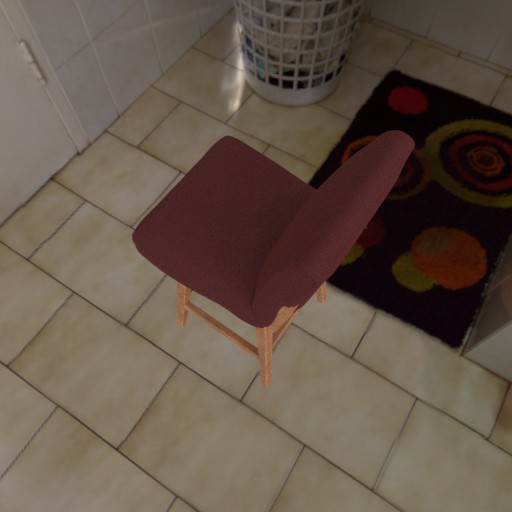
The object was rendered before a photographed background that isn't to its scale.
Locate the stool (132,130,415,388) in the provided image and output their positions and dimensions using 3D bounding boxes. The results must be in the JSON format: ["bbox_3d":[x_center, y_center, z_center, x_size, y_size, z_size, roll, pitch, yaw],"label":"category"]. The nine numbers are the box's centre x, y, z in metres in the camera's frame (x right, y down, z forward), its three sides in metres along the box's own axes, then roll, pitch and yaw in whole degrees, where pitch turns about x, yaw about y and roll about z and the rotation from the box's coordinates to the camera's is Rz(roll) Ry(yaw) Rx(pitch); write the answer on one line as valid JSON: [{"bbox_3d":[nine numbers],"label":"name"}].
[{"bbox_3d":[0.000,0.000,1.401,0.562,1.093,0.468,32,68,15],"label":"stool"}]
